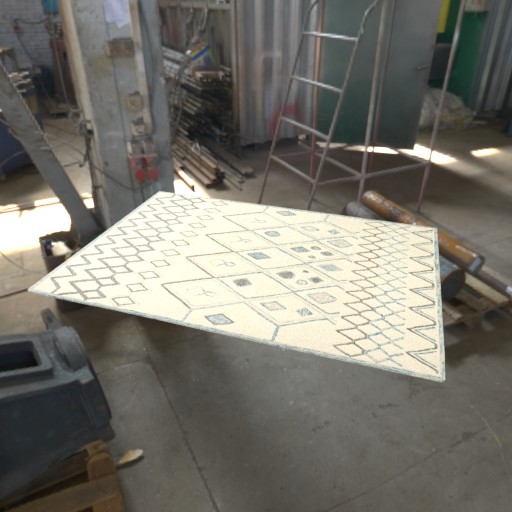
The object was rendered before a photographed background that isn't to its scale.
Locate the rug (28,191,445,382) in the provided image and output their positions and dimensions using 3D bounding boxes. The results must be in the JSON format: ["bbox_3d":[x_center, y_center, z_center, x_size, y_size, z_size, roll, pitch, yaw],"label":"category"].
[{"bbox_3d":[0.000,0.000,2.321,1.820,0.009,1.260,9,32,15],"label":"rug"}]
